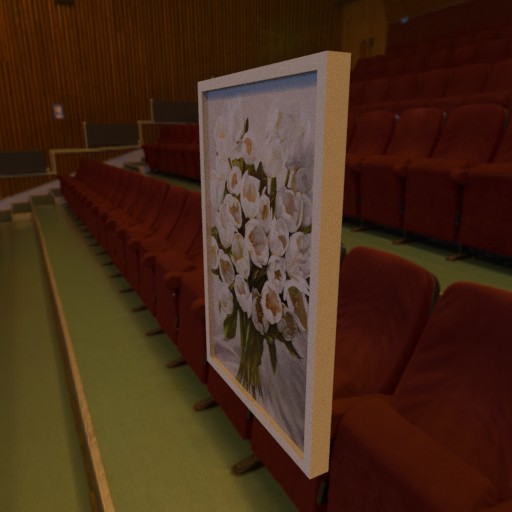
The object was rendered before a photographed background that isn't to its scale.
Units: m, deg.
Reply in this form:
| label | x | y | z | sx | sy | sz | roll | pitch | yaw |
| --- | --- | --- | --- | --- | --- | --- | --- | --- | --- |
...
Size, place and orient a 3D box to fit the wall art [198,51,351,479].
| label | x | y | z | sx | sy | sz | roll | pitch | yaw |
| --- | --- | --- | --- | --- | --- | --- | --- | --- | --- |
| wall art | 0.000 | 0.000 | 0.552 | 0.025 | 0.428 | 0.293 | -8 | 18 | -27 |
